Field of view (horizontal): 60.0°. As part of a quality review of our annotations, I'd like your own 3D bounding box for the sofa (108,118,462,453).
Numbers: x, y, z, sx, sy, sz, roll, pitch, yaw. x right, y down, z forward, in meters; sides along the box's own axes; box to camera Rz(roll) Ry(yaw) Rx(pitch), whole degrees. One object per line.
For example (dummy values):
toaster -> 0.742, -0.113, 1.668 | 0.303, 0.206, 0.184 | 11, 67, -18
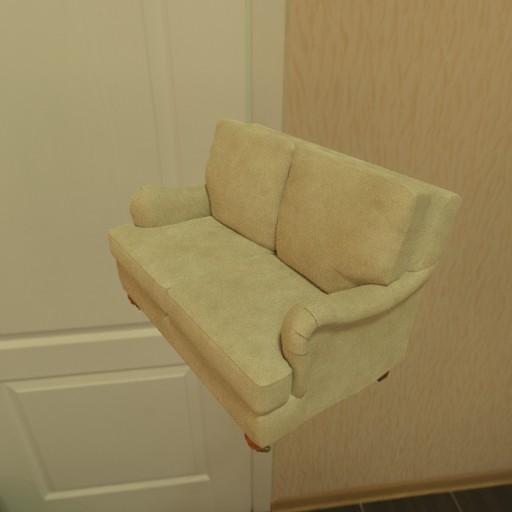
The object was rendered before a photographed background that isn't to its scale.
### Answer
sofa -> 0.000, 0.000, 2.278 | 1.086, 1.087, 1.498 | -21, 37, -31
